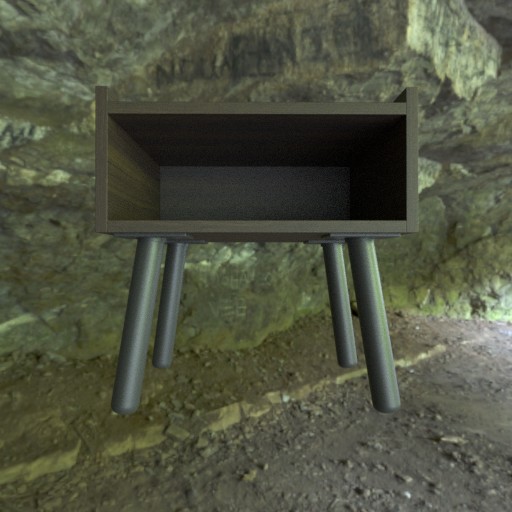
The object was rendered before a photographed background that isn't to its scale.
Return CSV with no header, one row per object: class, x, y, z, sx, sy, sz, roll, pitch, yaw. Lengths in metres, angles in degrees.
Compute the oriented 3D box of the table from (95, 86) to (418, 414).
table,0.000,0.000,0.801,0.450,0.470,0.370,0,0,-1
